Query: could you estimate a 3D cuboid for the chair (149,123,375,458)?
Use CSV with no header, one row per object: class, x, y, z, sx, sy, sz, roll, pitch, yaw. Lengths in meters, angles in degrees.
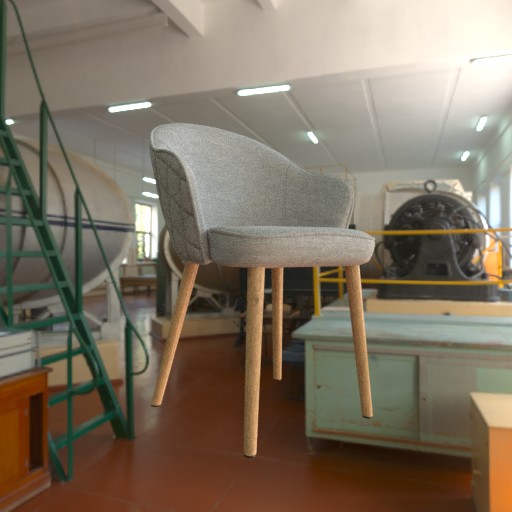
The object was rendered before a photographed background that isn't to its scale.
chair,0.000,0.000,1.174,0.540,0.800,0.530,0,0,-36
